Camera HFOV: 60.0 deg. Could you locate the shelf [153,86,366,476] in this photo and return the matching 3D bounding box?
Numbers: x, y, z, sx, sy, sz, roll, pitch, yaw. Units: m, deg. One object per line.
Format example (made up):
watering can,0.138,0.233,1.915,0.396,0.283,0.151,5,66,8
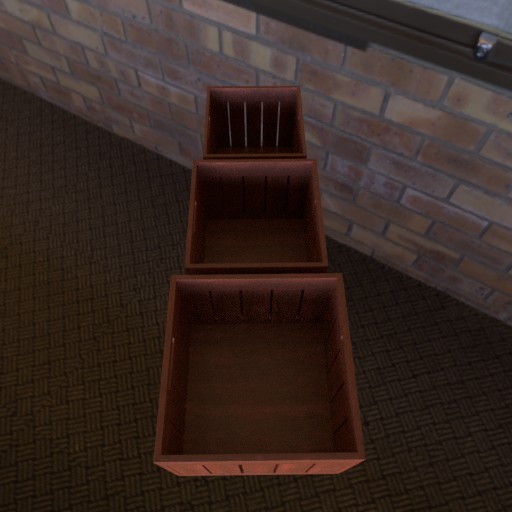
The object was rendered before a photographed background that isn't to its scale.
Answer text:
shelf,0.000,0.000,1.224,0.393,0.311,1.064,-1,60,0
